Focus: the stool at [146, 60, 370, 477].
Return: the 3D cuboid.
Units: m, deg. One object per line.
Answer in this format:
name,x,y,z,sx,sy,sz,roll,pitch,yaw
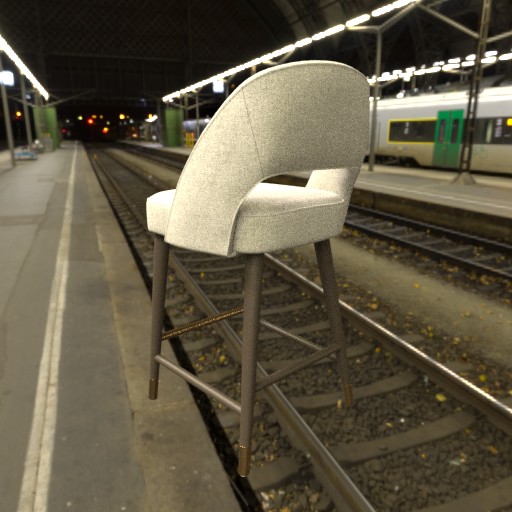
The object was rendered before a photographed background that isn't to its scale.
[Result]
stool,0.000,0.000,1.224,0.494,0.940,0.509,-14,21,-41
